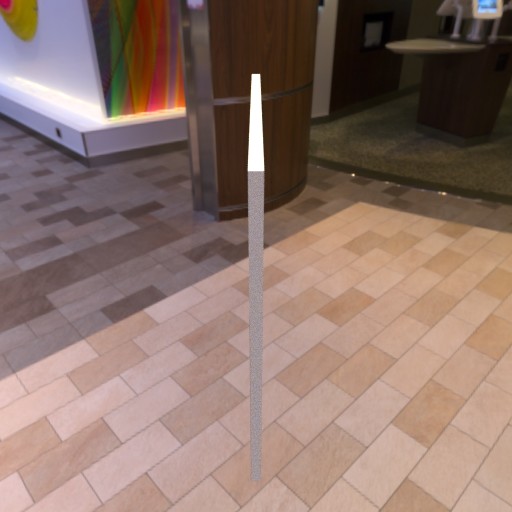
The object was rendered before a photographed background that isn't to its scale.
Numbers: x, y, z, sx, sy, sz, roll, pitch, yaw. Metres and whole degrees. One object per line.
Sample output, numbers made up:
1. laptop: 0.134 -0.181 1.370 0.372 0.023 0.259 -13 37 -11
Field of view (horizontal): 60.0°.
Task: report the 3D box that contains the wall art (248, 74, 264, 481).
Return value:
1. wall art: 0.000 0.000 1.004 0.020 0.661 0.664 0 32 0
